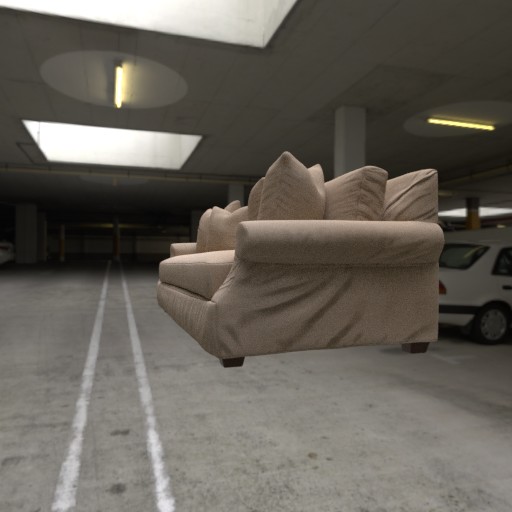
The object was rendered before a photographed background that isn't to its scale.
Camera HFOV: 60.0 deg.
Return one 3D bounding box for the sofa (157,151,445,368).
[{"bbox_3d":[0.000,0.000,2.851,1.067,0.904,2.285,0,-1,-18],"label":"sofa"}]
